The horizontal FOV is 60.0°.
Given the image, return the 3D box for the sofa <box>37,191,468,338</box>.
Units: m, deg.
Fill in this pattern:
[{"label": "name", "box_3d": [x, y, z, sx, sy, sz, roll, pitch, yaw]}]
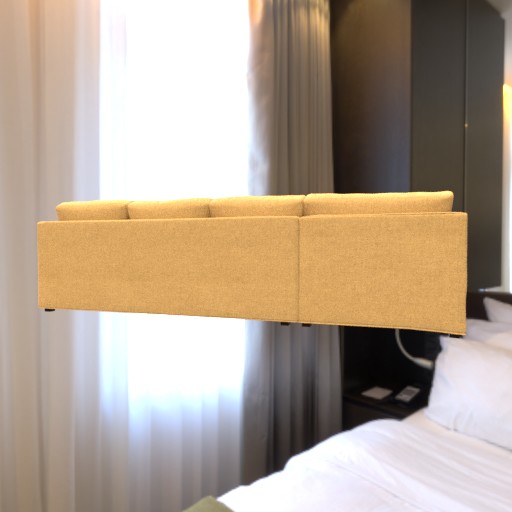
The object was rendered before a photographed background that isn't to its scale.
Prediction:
[{"label": "sofa", "box_3d": [0.000, 0.000, 3.855, 3.205, 0.922, 1.650, 0, 2, 18]}]
